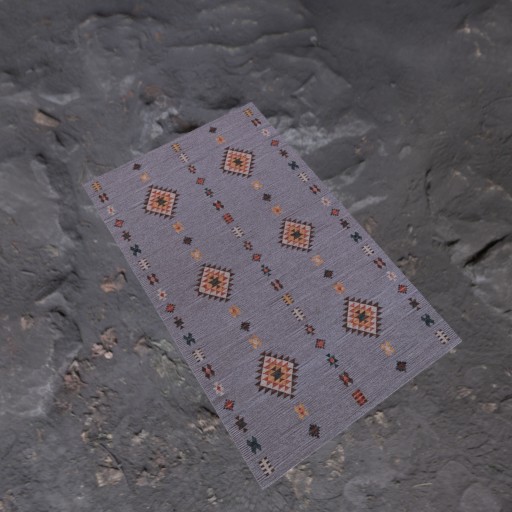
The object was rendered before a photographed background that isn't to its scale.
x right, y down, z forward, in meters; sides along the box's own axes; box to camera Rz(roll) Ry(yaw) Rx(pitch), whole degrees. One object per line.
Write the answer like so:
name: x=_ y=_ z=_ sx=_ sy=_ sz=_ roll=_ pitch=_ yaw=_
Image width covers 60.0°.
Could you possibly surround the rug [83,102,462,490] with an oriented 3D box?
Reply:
rug: x=0.000 y=0.000 z=3.058 sx=1.515 sy=0.007 sz=2.427 roll=-31 pitch=68 yaw=-14
